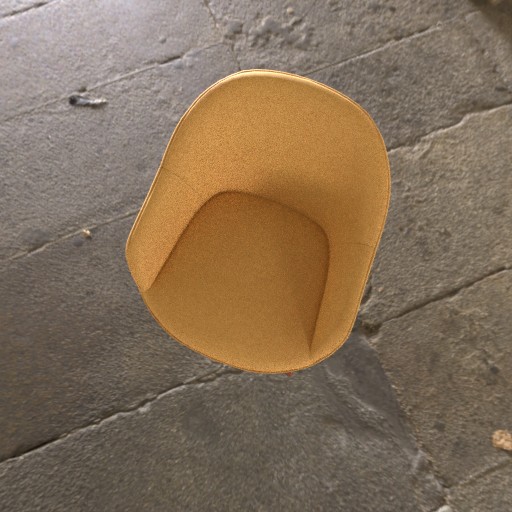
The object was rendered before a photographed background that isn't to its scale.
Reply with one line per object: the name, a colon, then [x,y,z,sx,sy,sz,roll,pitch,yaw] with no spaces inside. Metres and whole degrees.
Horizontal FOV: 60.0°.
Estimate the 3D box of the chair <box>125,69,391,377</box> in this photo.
chair: [0.000,0.000,1.289,0.596,0.823,0.635,21,76,6]
